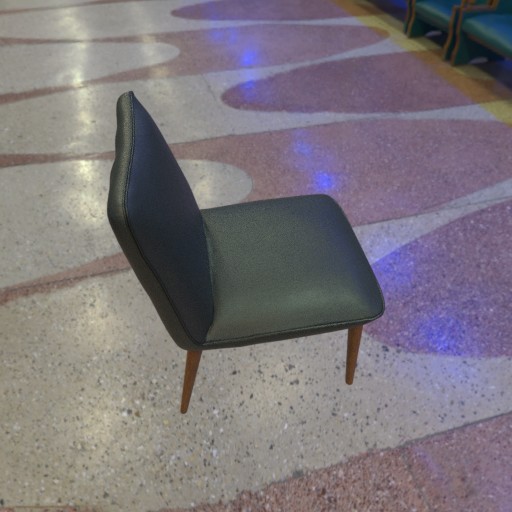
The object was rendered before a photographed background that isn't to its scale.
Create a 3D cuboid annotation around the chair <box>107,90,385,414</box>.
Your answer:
[{"bbox_3d":[0.000,0.000,1.235,0.645,0.801,0.543,-11,47,-10],"label":"chair"}]
